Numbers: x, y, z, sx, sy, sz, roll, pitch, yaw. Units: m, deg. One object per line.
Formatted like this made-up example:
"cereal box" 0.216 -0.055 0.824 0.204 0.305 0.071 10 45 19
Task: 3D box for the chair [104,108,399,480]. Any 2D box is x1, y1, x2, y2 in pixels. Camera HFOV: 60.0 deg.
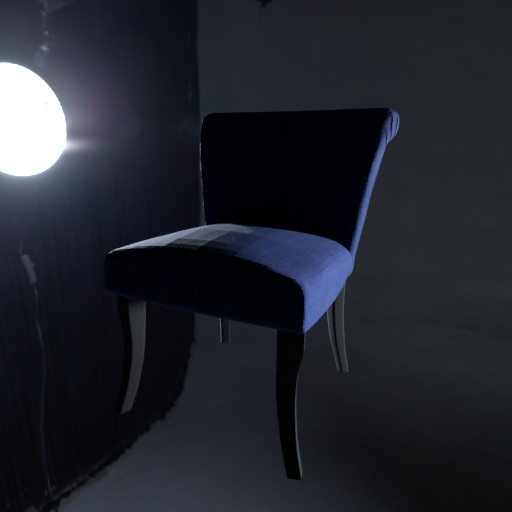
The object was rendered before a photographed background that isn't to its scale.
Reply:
"chair" 0.000 0.000 1.169 0.585 0.753 0.606 8 17 27
